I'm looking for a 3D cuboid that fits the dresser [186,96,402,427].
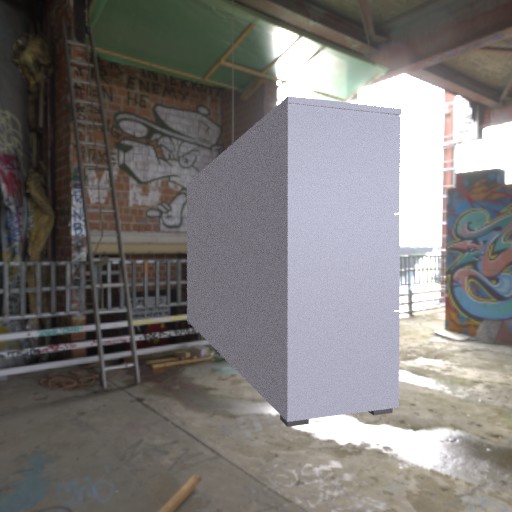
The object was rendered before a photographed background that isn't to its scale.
[{"bbox_3d":[0.000,0.000,1.836,0.333,0.790,1.535,0,1,-18],"label":"dresser"}]
